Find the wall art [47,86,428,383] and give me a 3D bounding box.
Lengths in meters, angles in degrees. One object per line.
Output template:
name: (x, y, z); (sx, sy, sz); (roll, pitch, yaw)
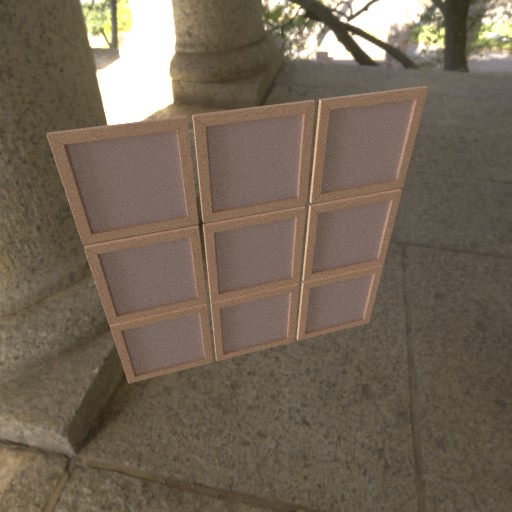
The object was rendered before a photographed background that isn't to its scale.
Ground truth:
wall art: (0.000, 0.000, 1.762); (1.217, 1.207, 0.016); (-11, 42, -13)
